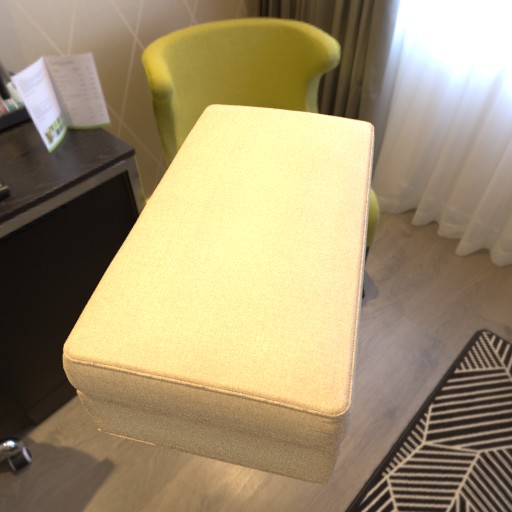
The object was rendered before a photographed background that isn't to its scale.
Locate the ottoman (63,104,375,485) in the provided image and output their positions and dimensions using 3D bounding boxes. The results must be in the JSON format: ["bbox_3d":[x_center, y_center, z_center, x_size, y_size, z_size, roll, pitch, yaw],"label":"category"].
[{"bbox_3d":[0.000,0.000,1.348,0.617,0.448,1.097,9,48,9],"label":"ottoman"}]
